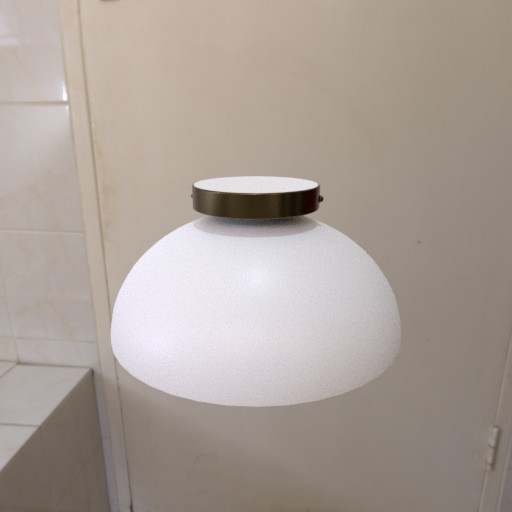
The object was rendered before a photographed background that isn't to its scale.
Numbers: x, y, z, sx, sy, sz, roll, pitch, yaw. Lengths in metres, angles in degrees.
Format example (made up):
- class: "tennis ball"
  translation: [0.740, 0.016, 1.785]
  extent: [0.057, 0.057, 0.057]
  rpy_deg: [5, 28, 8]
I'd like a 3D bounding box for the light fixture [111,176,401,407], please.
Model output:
- class: "light fixture"
  translation: [0.000, 0.000, 0.543]
  extent: [0.355, 0.177, 0.355]
  rpy_deg: [0, 17, 0]
